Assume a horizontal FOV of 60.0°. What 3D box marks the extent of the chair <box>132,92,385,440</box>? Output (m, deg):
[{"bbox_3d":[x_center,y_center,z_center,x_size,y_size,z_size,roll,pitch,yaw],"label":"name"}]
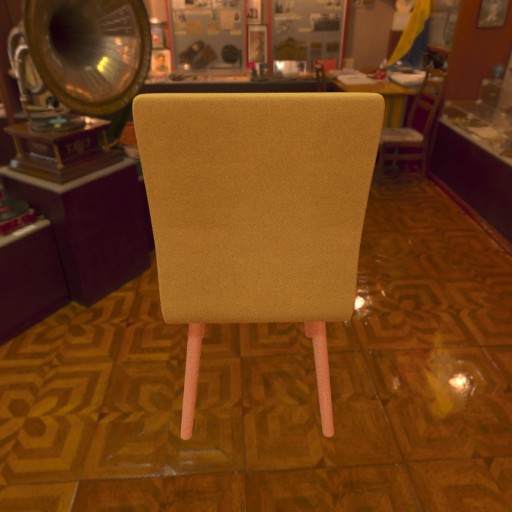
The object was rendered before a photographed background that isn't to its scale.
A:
[{"bbox_3d":[0.000,0.000,1.239,0.450,0.965,0.550,-1,31,-1],"label":"chair"}]
